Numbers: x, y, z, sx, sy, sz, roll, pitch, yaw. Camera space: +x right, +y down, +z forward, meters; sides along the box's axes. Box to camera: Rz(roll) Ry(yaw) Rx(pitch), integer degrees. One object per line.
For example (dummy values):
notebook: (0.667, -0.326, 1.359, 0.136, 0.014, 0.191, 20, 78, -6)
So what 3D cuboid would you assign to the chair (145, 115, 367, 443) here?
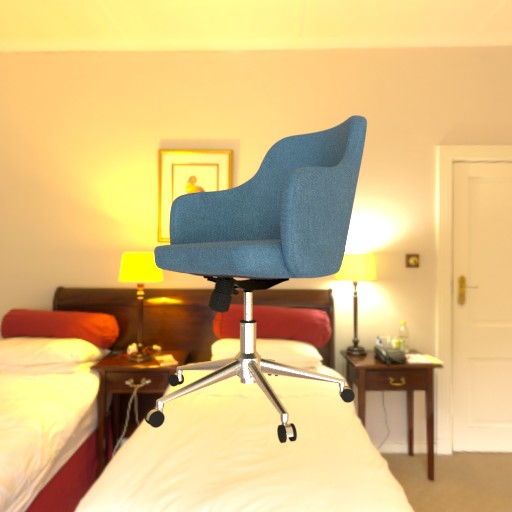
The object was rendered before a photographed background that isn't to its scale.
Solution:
chair: (0.000, 0.000, 1.259, 0.655, 0.820, 0.599, 0, 0, -37)
